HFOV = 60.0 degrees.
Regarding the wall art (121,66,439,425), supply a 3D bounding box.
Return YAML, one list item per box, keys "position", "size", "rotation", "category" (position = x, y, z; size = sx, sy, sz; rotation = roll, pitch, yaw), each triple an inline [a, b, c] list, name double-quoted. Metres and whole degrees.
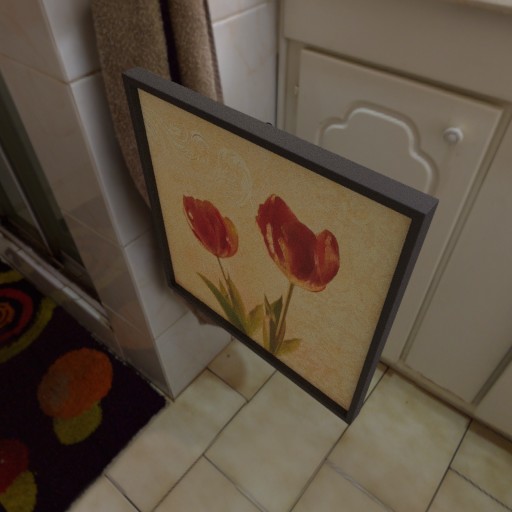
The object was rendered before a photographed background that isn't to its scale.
- position: [0.000, 0.000, 0.525]
  size: [0.349, 0.349, 0.038]
  rotation: [32, 54, 27]
  category: "wall art"
